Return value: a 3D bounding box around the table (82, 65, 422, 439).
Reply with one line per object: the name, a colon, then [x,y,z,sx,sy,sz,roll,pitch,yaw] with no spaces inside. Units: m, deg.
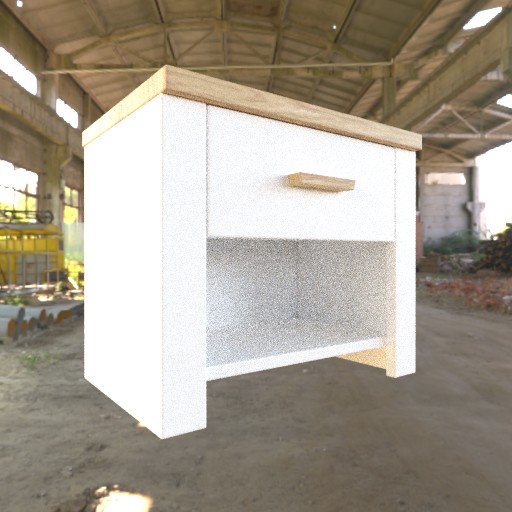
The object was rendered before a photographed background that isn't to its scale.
table: [0.000,0.000,0.788,0.500,0.440,0.360,0,0,-36]
